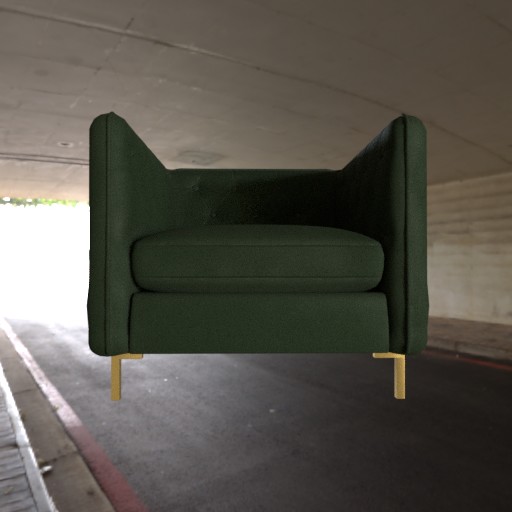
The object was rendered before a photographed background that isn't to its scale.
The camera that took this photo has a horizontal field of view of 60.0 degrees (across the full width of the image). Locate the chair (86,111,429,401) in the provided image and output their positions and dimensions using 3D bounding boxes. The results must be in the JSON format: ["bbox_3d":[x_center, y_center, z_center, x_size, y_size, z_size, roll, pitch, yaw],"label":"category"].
[{"bbox_3d":[0.000,0.000,1.548,0.917,0.768,0.855,0,-1,-1],"label":"chair"}]
